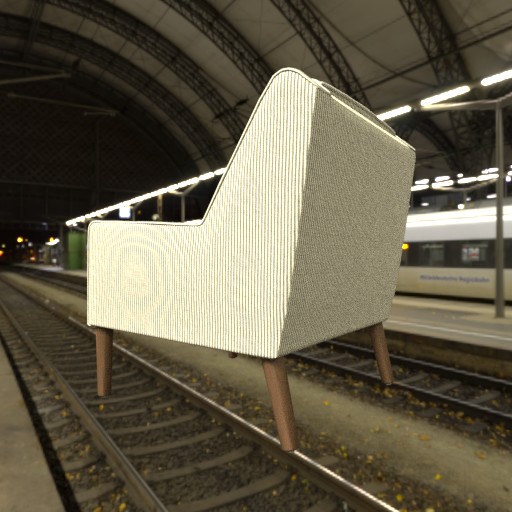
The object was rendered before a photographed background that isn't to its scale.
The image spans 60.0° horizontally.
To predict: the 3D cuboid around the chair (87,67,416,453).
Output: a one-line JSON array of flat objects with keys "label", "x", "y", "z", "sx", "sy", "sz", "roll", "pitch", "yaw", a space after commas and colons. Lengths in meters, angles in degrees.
[{"label": "chair", "x": 0.000, "y": 0.000, "z": 1.302, "sx": 0.743, "sy": 0.792, "sz": 0.663, "roll": 0, "pitch": 0, "yaw": 36}]
